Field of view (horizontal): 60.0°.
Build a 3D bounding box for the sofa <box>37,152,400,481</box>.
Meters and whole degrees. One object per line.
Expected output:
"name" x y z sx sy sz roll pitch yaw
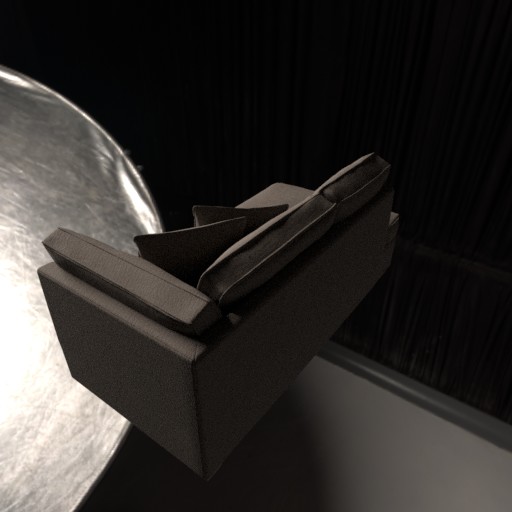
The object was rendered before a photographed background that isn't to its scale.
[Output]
"sofa" 0.000 0.000 2.808 1.110 1.033 2.237 21 38 30
